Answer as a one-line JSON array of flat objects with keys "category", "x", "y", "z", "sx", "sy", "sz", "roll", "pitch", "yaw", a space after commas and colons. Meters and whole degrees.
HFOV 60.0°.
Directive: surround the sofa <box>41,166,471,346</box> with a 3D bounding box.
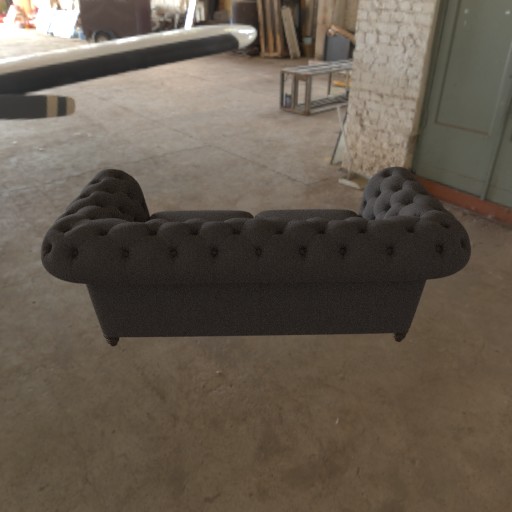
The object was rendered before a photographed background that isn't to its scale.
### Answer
[{"category": "sofa", "x": 0.000, "y": 0.000, "z": 2.454, "sx": 1.998, "sy": 0.764, "sz": 0.986, "roll": -1, "pitch": 31, "yaw": -1}]
